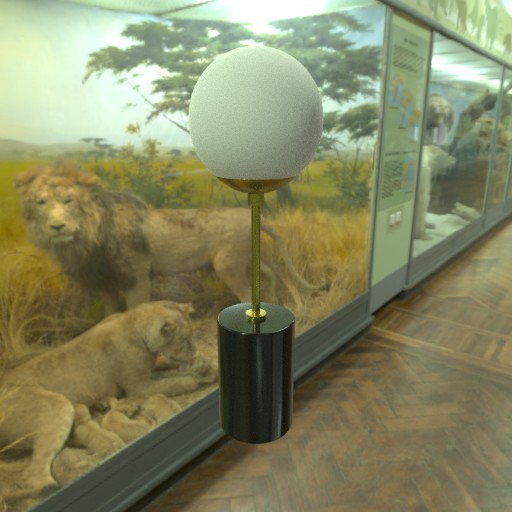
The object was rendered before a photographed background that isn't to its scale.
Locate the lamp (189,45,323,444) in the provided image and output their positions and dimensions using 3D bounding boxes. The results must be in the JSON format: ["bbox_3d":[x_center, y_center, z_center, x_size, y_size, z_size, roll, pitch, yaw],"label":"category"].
[{"bbox_3d":[0.000,0.000,0.555,0.153,0.480,0.153,0,17,0],"label":"lamp"}]
